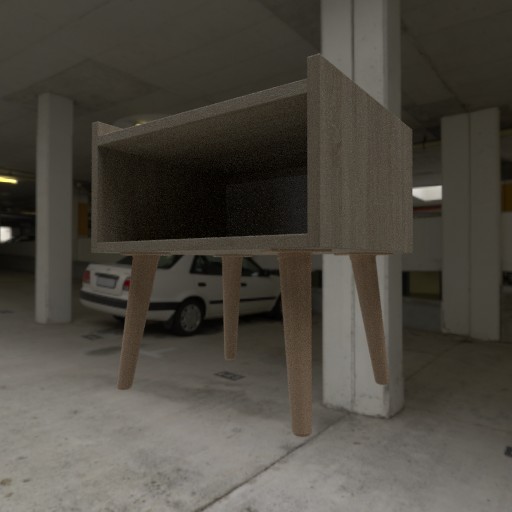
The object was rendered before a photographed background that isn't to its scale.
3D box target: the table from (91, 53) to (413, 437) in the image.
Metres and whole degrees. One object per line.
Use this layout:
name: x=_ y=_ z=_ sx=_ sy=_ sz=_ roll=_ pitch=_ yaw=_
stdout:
table: x=0.000 y=0.000 z=0.801 sx=0.450 sy=0.470 sz=0.370 roll=-1 pitch=-1 yaw=36
